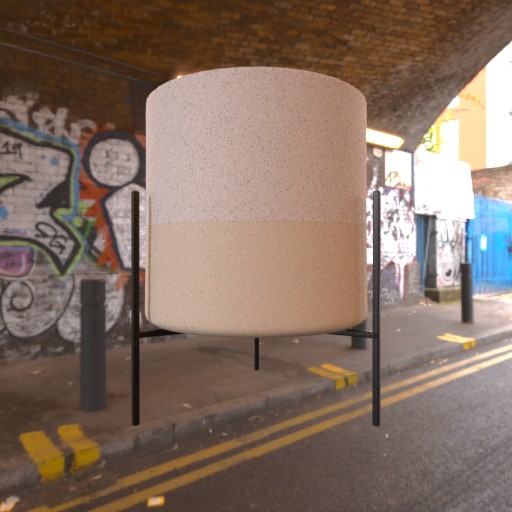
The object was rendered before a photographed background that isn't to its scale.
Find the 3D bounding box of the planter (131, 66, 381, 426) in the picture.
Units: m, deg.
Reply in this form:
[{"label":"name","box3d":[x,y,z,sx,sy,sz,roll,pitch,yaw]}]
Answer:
[{"label":"planter","box3d":[0.000,0.000,0.653,0.313,0.423,0.335,0,0,0]}]
